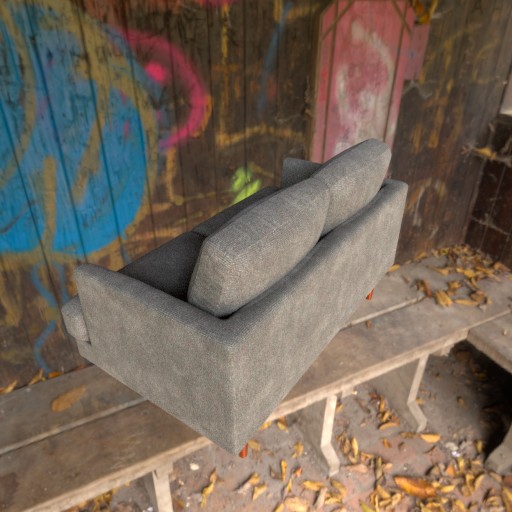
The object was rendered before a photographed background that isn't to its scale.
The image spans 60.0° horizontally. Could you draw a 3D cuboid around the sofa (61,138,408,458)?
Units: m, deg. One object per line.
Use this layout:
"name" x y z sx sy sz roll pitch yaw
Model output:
"sofa" 0.000 0.000 2.142 0.903 0.956 1.582 20 37 29
